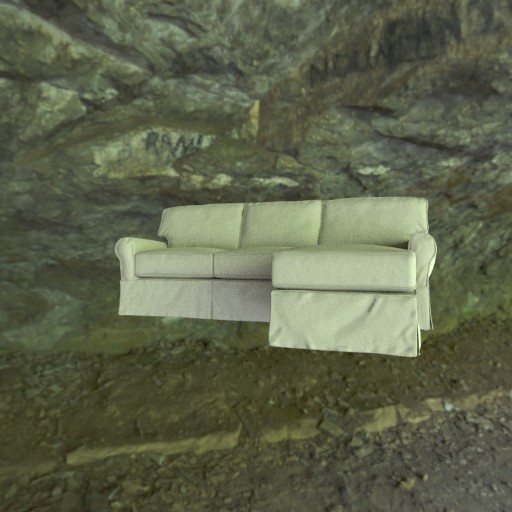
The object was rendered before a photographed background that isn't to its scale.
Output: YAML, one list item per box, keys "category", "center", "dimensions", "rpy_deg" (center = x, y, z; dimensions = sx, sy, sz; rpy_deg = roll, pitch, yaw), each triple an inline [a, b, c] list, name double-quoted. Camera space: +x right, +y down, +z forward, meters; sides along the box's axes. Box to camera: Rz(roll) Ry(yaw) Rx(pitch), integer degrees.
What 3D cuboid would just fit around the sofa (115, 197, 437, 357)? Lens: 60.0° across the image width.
- category: "sofa"
  center: [0.000, 0.000, 3.266]
  dimensions: [2.475, 0.978, 1.733]
  rpy_deg: [0, 0, 19]
